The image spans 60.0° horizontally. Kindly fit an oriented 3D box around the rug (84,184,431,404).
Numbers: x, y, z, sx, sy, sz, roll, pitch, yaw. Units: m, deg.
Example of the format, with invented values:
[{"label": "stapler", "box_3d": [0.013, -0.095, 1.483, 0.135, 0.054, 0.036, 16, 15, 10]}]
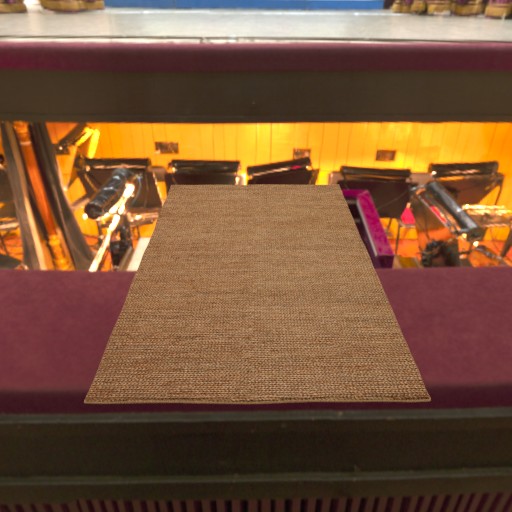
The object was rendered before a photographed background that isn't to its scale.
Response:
[{"label": "rug", "box_3d": [0.000, 0.000, 2.970, 1.521, 0.034, 2.438, 0, 32, 0]}]
